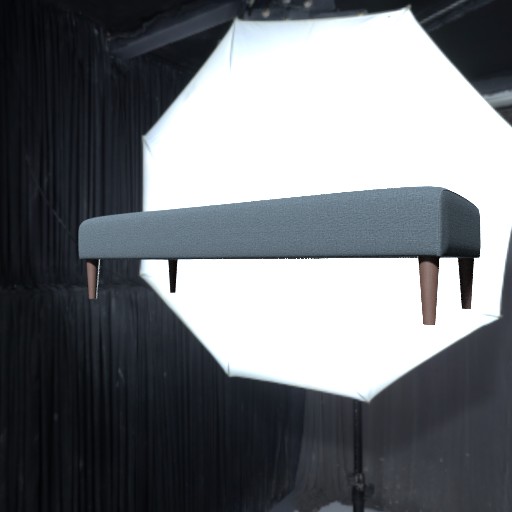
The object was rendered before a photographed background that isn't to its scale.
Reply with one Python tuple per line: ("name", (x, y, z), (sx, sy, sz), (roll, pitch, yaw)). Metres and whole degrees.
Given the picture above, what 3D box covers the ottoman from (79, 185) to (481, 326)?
("ottoman", (0.000, 0.000, 1.843), (1.609, 0.393, 0.646), (-1, -1, 36))
